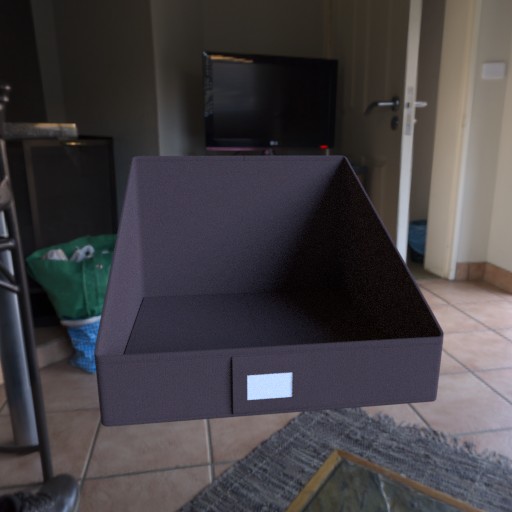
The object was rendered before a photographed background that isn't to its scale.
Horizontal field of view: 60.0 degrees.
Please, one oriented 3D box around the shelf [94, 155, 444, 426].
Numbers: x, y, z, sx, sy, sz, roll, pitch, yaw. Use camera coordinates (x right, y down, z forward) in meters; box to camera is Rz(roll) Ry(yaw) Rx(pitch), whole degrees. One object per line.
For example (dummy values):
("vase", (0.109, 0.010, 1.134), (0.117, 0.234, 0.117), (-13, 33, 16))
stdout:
("shelf", (0.000, 0.000, 0.489), (0.292, 0.210, 0.292), (-2, 14, -7))
